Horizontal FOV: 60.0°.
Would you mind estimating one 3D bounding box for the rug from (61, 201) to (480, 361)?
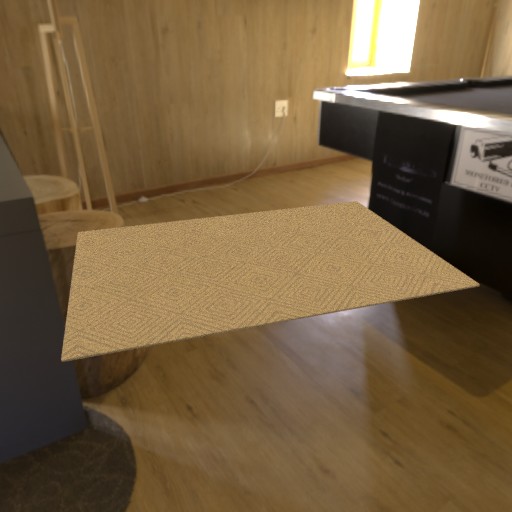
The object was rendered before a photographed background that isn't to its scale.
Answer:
[{"bbox_3d":[0.000,0.000,2.246,1.753,0.008,1.143,-8,28,-15],"label":"rug"}]
